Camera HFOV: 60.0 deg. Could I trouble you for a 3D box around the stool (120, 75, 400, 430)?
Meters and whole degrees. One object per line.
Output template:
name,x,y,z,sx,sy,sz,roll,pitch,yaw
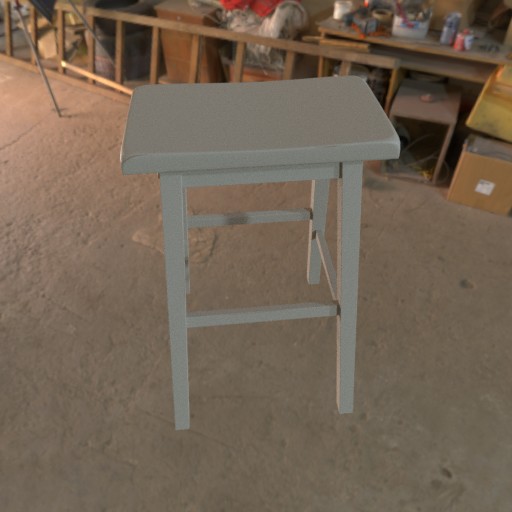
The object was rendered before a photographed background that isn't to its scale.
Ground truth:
stool,0.000,0.000,1.037,0.457,0.737,0.476,-4,46,-4
